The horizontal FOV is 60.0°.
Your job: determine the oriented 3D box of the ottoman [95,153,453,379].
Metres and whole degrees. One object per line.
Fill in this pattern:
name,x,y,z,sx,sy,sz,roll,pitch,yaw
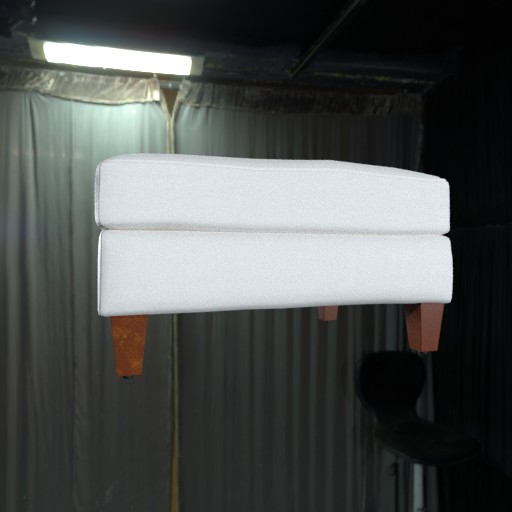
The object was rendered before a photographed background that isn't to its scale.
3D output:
ottoman,0.000,0.000,1.223,0.818,0.479,0.634,0,0,-18
